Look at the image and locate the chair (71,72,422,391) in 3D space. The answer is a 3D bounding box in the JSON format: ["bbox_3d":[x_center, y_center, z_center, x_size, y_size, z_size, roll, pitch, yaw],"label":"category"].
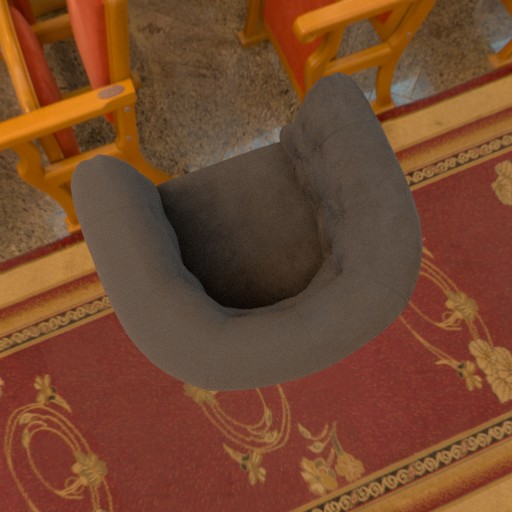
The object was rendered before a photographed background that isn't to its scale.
[{"bbox_3d":[0.000,0.000,1.534,0.904,0.826,0.851,-21,75,-6],"label":"chair"}]
